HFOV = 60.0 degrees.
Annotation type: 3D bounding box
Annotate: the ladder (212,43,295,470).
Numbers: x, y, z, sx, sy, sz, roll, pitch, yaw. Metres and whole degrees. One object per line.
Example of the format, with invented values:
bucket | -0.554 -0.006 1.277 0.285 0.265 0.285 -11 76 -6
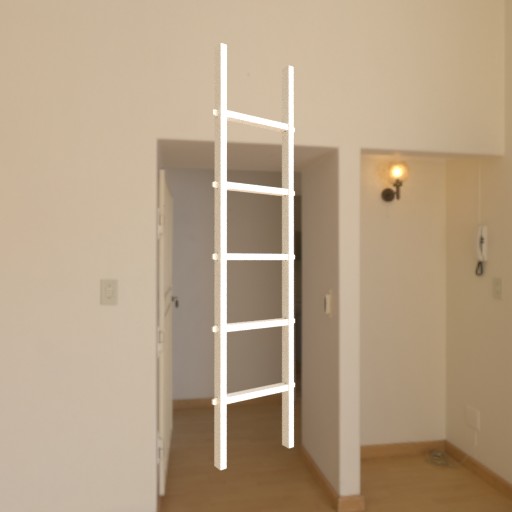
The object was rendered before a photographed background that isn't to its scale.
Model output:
ladder | 0.000 0.000 2.000 0.452 1.797 0.051 0 -1 -36
